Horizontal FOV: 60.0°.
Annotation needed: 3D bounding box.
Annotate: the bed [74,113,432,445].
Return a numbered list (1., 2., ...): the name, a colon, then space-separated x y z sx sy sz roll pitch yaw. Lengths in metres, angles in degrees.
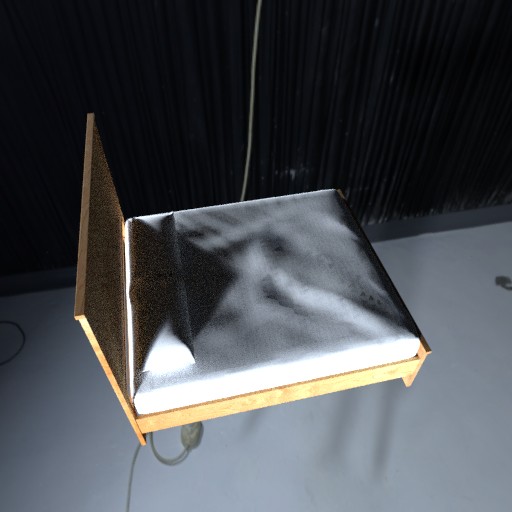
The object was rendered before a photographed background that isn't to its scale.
1. bed: 0.000 0.000 3.526 2.201 1.686 1.936 -9 48 -9
